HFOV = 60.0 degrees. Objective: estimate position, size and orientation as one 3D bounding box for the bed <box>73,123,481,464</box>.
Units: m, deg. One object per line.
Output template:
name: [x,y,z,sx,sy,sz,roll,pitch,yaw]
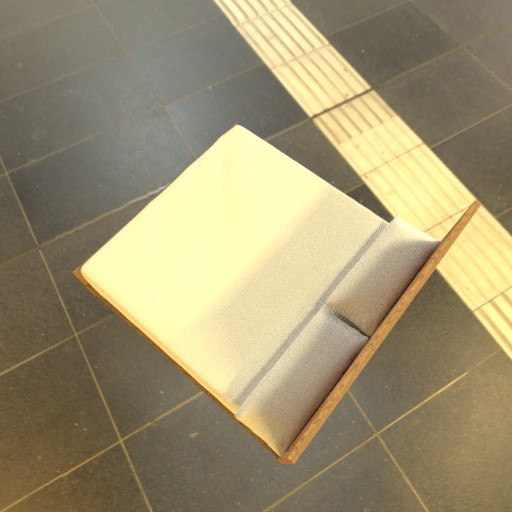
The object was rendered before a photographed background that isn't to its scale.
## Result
bed: [0.000,0.000,3.470,2.184,1.295,2.013,37,70,16]
